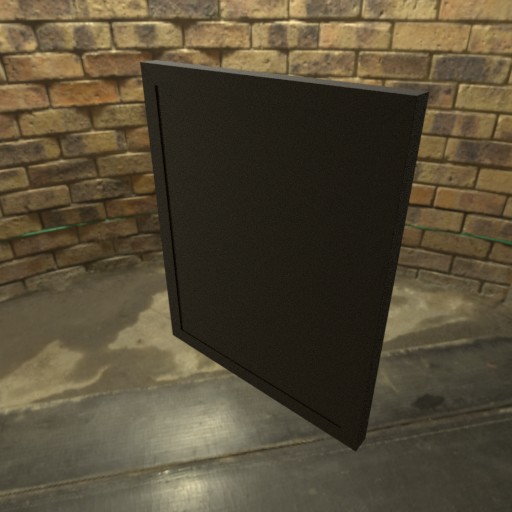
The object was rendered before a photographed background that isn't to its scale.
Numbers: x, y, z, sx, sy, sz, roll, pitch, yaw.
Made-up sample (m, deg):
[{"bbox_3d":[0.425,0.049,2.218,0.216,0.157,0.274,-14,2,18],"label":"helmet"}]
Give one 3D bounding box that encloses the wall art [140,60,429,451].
[{"bbox_3d":[0.000,0.000,0.729,0.457,0.559,0.033,23,37,34],"label":"wall art"}]
